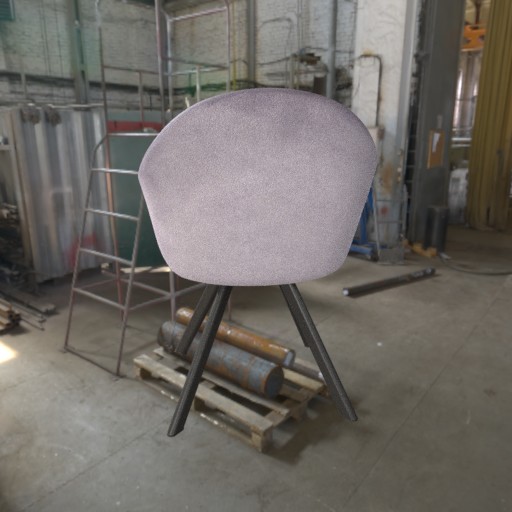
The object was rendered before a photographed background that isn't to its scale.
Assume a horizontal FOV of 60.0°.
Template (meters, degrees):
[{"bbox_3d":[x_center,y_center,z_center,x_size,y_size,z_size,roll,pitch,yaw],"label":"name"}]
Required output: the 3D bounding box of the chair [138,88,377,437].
[{"bbox_3d":[0.000,0.000,1.160,0.570,0.780,0.540,-2,15,-7],"label":"chair"}]
